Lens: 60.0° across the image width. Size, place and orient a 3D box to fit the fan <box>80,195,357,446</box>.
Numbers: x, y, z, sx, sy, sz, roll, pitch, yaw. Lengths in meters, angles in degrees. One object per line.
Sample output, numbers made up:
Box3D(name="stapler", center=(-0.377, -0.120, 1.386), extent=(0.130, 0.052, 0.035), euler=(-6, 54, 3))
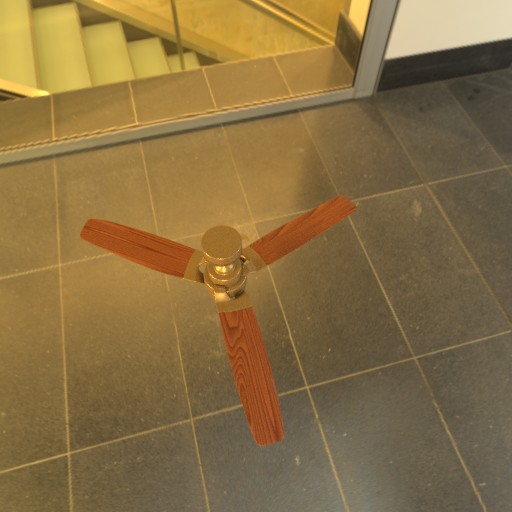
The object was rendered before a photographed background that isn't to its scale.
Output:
Box3D(name="fan", center=(0.000, 0.000, 2.074), extent=(1.271, 0.425, 1.416), euler=(-31, 64, -17))
